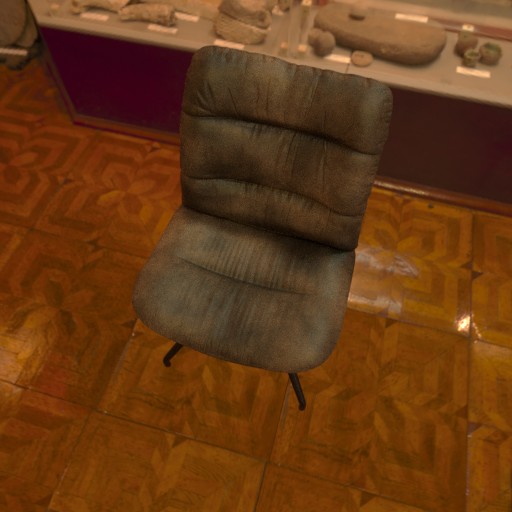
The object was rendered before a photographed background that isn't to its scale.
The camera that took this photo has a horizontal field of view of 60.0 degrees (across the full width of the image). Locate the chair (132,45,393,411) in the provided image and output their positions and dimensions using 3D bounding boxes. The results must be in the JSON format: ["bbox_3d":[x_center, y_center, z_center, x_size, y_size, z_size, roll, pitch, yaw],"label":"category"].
[{"bbox_3d":[0.000,0.000,1.254,0.549,0.870,0.622,15,59,9],"label":"chair"}]
